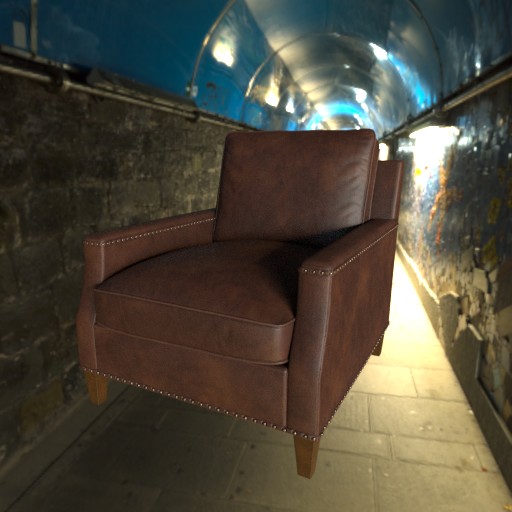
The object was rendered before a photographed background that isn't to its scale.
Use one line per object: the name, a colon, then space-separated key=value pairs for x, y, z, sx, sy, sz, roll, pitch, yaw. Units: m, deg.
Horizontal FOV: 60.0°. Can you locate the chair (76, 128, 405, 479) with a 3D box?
chair: x=0.000 y=0.000 z=1.631 sx=0.853 sy=0.929 sz=1.014 roll=7 pitch=15 yaw=27
